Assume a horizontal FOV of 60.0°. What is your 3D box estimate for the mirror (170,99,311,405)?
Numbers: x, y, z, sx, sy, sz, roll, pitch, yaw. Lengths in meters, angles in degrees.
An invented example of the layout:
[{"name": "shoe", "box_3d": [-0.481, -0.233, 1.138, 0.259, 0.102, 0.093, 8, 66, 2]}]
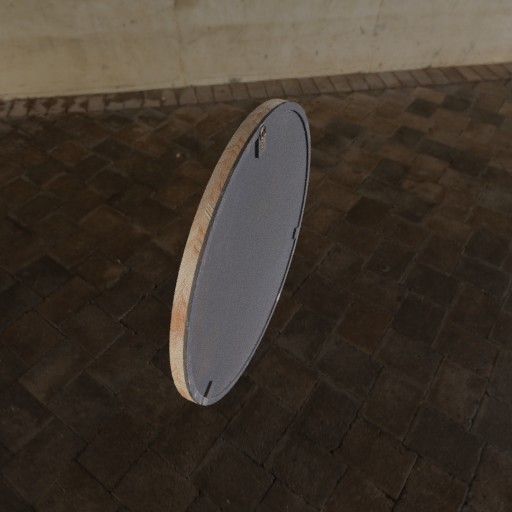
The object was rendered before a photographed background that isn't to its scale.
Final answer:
[{"name": "mirror", "box_3d": [0.000, 0.000, 1.056, 0.038, 0.710, 0.710, 17, 49, 16]}]
